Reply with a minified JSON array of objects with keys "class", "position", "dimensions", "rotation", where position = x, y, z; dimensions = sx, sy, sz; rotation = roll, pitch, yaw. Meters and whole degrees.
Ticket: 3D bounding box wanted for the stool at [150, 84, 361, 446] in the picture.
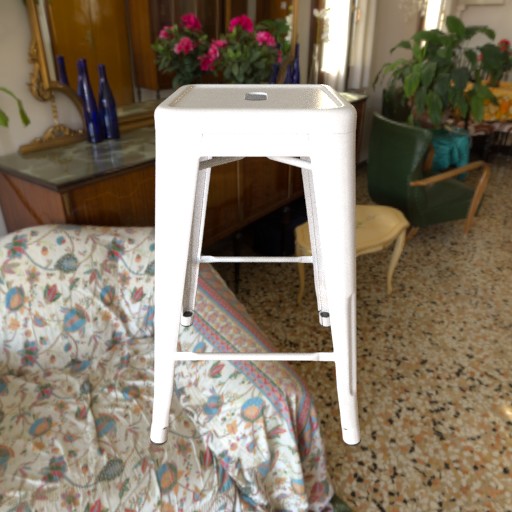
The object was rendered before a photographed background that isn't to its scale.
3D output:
[{"class":"stool","position":[0.000,0.000,0.881],"dimensions":[0.406,0.610,0.406],"rotation":[0,28,0]}]
